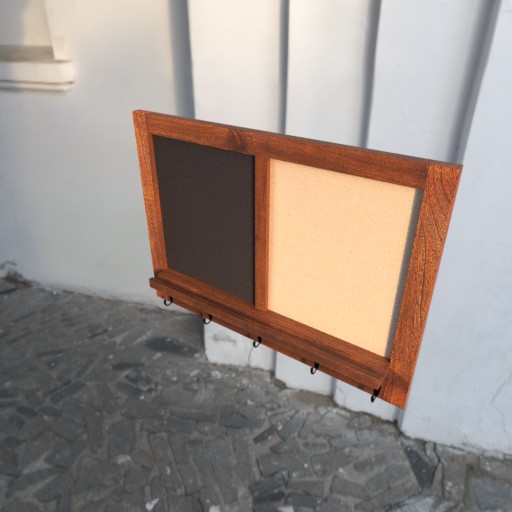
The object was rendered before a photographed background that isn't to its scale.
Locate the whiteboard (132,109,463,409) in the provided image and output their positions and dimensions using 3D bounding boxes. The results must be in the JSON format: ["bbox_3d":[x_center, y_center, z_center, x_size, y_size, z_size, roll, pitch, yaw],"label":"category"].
[{"bbox_3d":[0.000,0.000,1.022,0.768,0.553,0.083,19,35,30],"label":"whiteboard"}]
